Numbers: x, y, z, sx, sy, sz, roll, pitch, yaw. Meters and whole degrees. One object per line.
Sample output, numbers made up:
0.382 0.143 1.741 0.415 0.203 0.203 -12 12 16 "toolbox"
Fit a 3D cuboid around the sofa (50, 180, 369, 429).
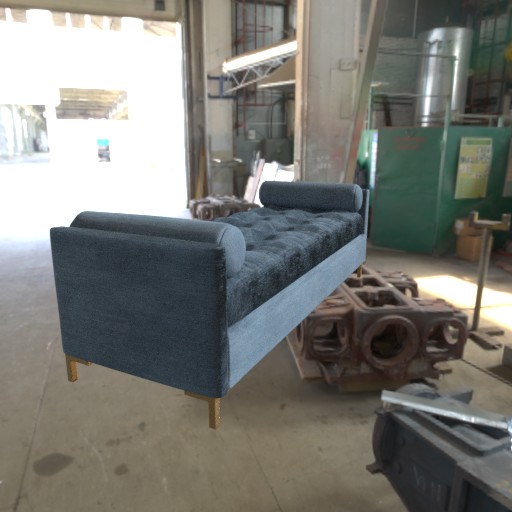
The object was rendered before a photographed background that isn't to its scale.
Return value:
0.000 0.000 2.516 0.796 0.705 2.102 7 16 26 "sofa"
